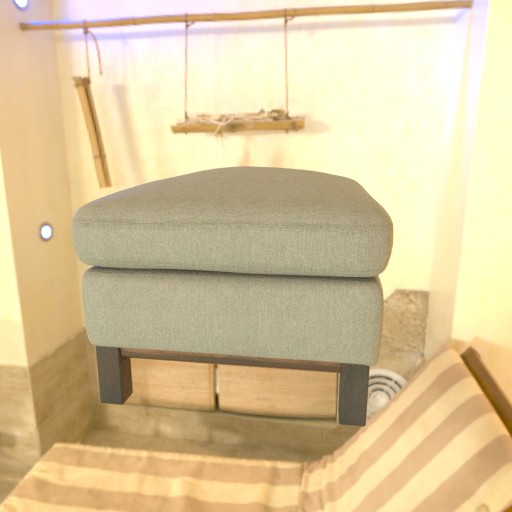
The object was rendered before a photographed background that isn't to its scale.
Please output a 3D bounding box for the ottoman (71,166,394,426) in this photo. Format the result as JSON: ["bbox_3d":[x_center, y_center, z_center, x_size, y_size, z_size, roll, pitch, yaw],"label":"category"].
[{"bbox_3d":[0.000,0.000,1.039,0.528,0.404,0.735,2,14,8],"label":"ottoman"}]
